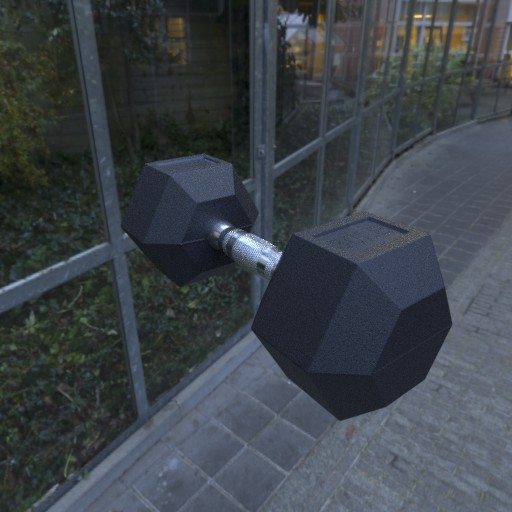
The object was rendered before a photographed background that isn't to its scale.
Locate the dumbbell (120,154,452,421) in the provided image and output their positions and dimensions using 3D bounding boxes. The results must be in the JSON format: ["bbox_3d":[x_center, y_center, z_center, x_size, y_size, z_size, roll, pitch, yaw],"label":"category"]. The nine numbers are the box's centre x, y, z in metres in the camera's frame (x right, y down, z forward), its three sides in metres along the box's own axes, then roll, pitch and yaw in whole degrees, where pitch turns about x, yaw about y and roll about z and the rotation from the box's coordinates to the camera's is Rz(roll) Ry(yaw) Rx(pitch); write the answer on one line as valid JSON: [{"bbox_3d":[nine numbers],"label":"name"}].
[{"bbox_3d":[0.000,0.000,0.404,0.142,0.123,0.337,-18,32,-33],"label":"dumbbell"}]
